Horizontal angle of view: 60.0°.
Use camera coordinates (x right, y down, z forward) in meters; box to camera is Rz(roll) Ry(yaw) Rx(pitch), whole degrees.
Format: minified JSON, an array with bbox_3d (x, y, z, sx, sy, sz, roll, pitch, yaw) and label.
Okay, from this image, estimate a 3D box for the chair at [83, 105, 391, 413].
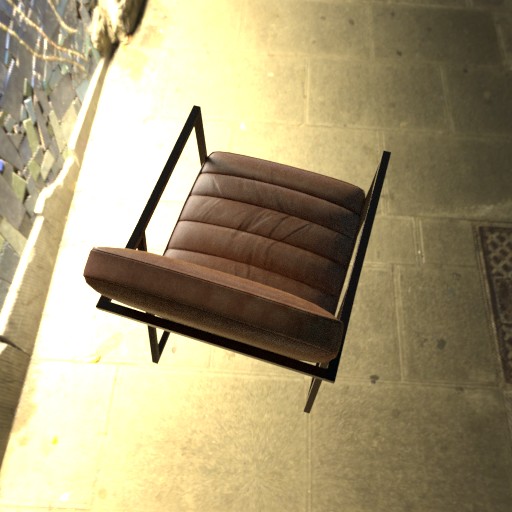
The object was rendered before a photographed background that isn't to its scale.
[{"bbox_3d":[0.000,0.000,1.271,0.571,0.832,0.677,16,65,8],"label":"chair"}]
